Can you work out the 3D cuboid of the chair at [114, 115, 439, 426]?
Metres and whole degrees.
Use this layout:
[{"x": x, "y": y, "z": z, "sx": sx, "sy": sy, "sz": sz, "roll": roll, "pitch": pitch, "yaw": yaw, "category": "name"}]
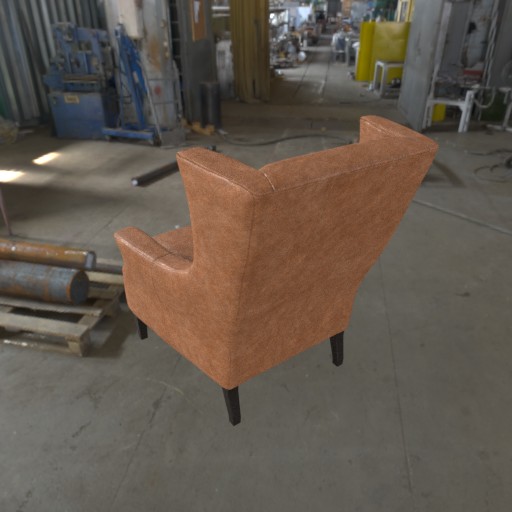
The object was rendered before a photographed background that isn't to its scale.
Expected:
[{"x": 0.000, "y": 0.000, "z": 1.682, "sx": 0.853, "sy": 1.016, "sz": 0.926, "roll": -19, "pitch": 35, "yaw": -30, "category": "chair"}]
